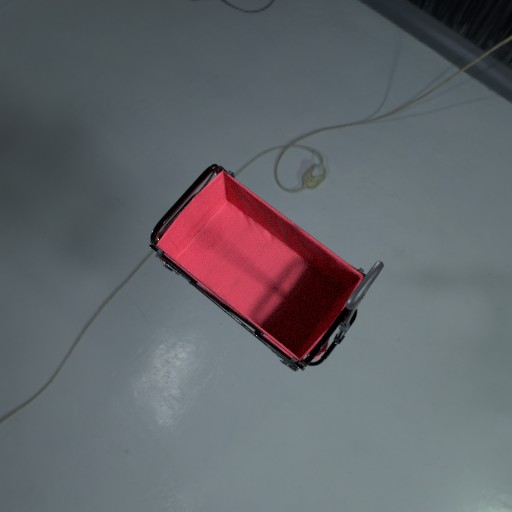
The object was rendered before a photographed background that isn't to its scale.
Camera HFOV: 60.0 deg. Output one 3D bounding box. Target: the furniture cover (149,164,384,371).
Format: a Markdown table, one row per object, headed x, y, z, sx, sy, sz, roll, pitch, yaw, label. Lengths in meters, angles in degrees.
| x | y | z | sx | sy | sz | roll | pitch | yaw | label |
| --- | --- | --- | --- | --- | --- | --- | --- | --- | --- |
| 0.000 | 0.000 | 1.839 | 1.038 | 1.295 | 0.532 | 38 | 79 | 9 | furniture cover |
